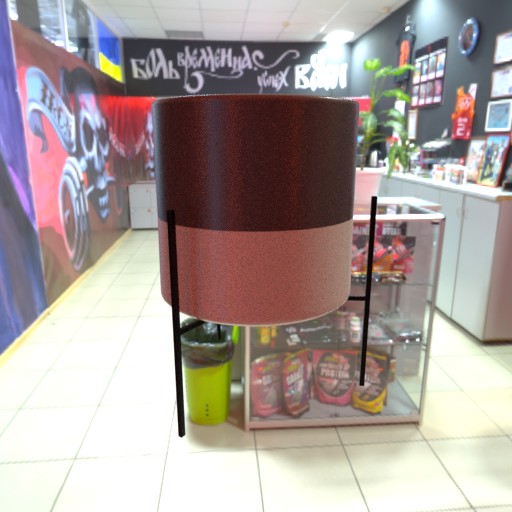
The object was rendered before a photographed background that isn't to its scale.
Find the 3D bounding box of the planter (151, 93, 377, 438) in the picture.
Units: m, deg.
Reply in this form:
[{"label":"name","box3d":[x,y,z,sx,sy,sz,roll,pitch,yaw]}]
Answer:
[{"label":"planter","box3d":[0.000,0.000,0.536,0.250,0.353,0.260,8,17,27]}]
